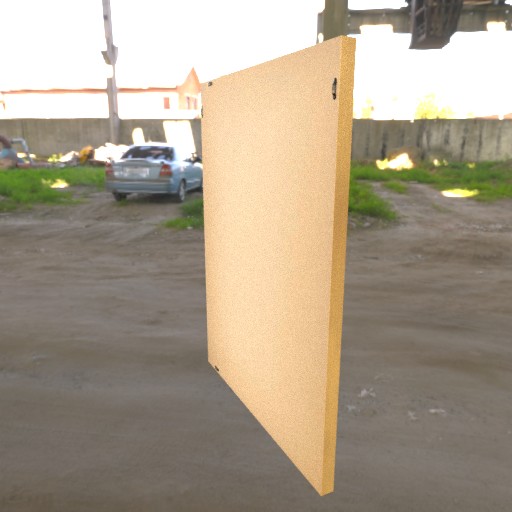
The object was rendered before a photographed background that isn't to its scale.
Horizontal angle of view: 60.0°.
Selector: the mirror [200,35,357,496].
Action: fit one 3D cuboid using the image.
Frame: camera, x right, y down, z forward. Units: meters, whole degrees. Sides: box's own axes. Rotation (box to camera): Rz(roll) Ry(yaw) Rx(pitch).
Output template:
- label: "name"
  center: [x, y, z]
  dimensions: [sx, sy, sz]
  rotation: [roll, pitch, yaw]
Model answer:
- label: "mirror"
  center: [0.000, 0.000, 1.277]
  dimensions: [0.041, 1.016, 0.762]
  rotation: [-7, 16, -26]
